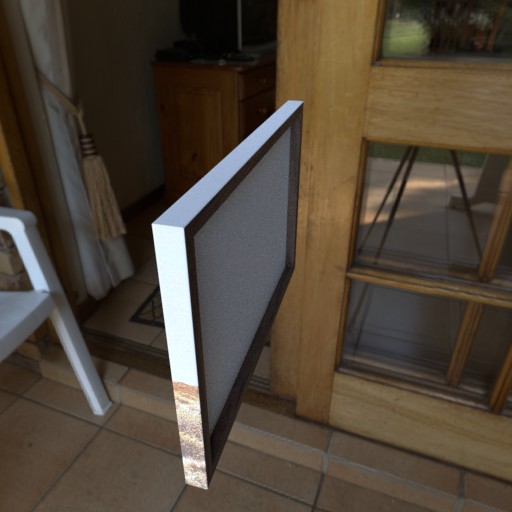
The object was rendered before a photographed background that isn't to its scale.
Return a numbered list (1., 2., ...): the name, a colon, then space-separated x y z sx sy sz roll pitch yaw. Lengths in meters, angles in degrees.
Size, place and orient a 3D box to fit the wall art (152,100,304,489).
1. wall art: 0.000 0.000 1.158 0.050 0.610 0.914 8 31 14
